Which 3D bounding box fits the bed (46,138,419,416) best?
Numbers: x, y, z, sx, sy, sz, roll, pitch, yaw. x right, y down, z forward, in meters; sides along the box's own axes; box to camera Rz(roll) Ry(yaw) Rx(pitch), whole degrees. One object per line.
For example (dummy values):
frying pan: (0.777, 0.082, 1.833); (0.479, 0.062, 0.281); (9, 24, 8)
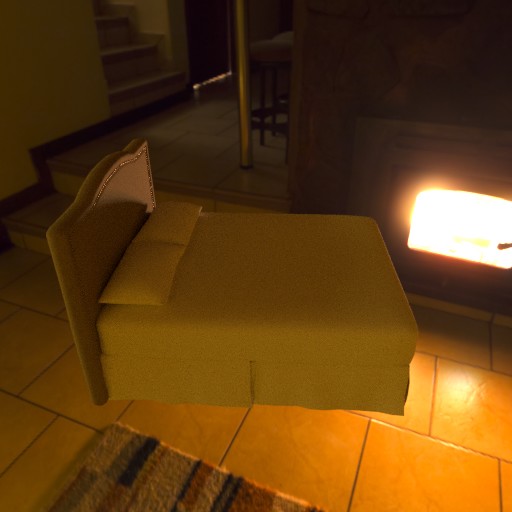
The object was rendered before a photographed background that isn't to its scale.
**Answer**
bed: (0.000, 0.000, 3.310); (2.128, 1.441, 1.744); (1, 32, 2)
